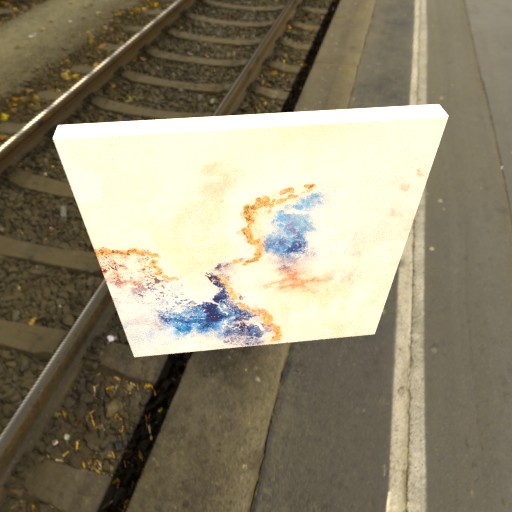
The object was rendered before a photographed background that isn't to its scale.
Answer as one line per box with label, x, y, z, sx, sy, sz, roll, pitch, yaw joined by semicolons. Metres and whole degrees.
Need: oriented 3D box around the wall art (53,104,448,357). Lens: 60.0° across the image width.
wall art;0.000;0.000;1.584;1.061;1.061;0.071;-5;46;-4
